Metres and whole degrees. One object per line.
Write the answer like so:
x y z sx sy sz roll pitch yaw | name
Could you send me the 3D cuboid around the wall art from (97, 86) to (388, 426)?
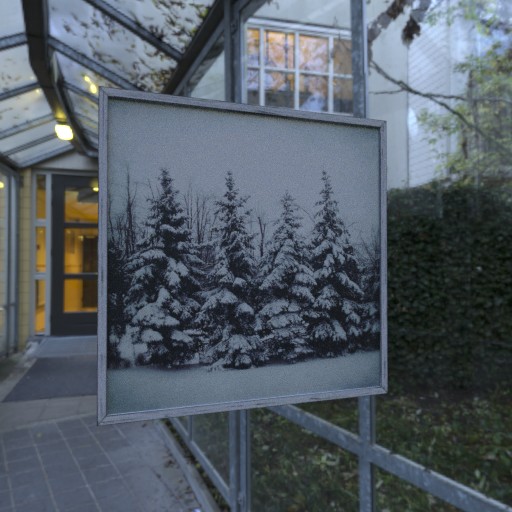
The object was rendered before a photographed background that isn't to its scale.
0.000 0.000 1.132 0.761 0.761 0.037 0 -1 -19 | wall art
